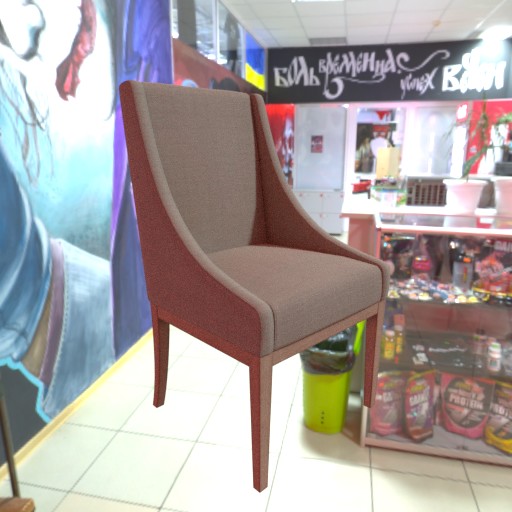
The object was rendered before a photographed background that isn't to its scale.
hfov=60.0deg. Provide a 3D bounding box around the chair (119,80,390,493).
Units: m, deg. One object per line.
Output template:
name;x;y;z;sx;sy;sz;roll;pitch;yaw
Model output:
chair;0.000;0.000;1.366;0.575;1.021;0.611;-14;20;-43
